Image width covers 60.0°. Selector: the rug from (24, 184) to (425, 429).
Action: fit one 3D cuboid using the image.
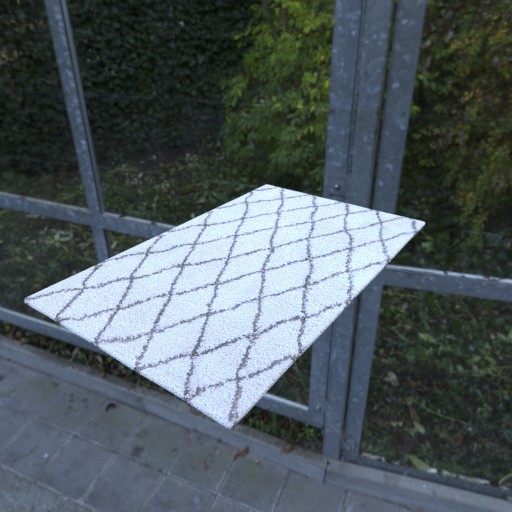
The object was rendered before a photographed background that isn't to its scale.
[{"bbox_3d":[0.000,0.000,3.003,1.524,0.030,2.438,19,34,31],"label":"rug"}]
